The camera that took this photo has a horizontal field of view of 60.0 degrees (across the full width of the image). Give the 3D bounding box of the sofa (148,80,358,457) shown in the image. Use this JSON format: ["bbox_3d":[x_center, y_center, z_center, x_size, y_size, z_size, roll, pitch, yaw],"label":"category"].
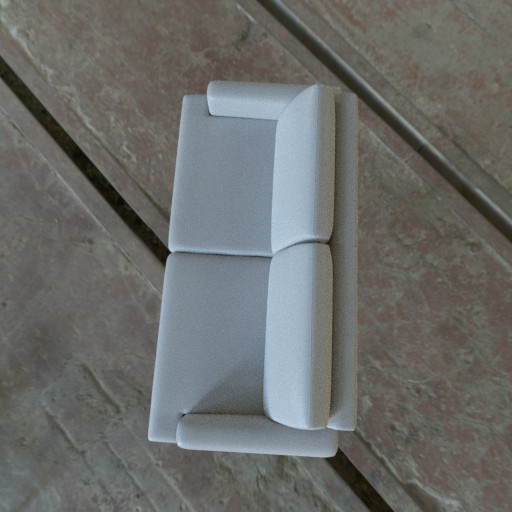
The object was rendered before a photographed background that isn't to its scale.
[{"bbox_3d":[0.000,0.000,2.379,0.974,0.765,1.940,3,77,1],"label":"sofa"}]
